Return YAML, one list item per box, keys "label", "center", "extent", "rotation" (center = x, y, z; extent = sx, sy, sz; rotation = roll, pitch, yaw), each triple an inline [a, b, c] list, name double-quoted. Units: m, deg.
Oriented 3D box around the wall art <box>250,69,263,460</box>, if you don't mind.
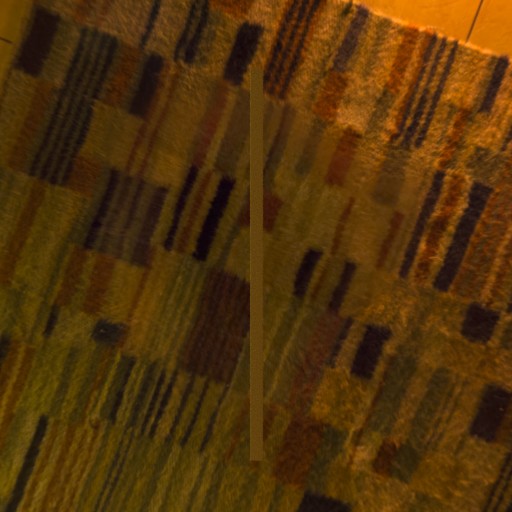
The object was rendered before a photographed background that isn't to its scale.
- label: "wall art"
  center: [0.000, 0.000, 0.603]
  extent: [0.010, 0.474, 0.325]
  rotation: [0, 93, 0]
